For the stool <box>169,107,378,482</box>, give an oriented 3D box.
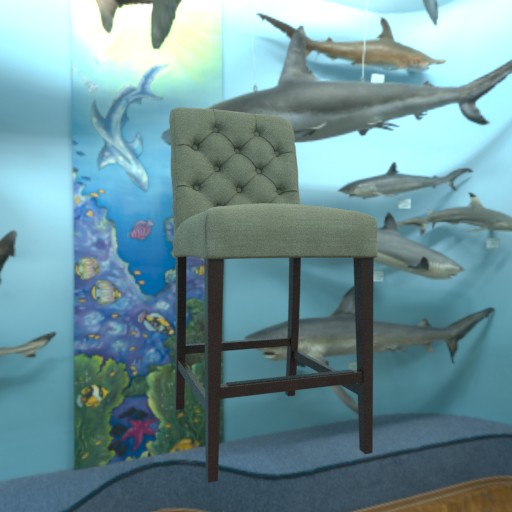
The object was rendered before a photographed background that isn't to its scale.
[{"bbox_3d":[0.000,0.000,1.434,0.486,1.084,0.660,0,1,-19],"label":"stool"}]
